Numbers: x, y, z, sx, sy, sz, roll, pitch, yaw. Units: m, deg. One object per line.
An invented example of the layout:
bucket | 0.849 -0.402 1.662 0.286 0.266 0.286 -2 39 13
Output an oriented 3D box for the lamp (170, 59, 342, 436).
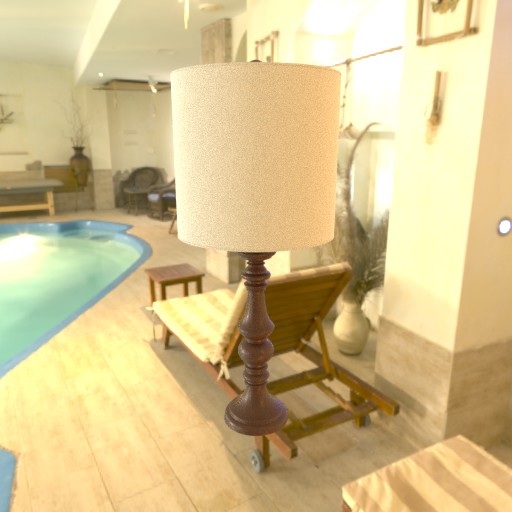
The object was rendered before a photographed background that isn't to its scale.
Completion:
lamp | 0.000 0.000 0.728 0.250 0.597 0.250 -7 16 -25
